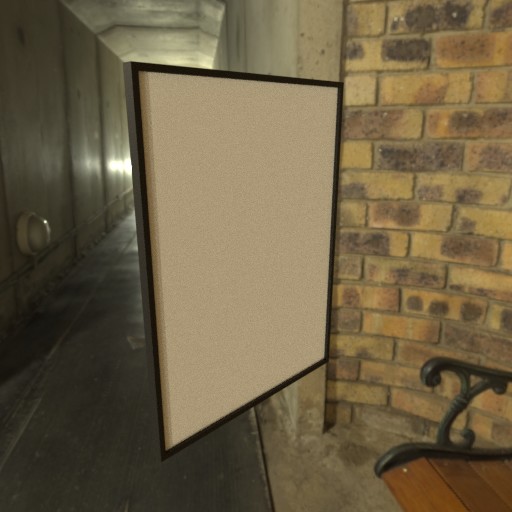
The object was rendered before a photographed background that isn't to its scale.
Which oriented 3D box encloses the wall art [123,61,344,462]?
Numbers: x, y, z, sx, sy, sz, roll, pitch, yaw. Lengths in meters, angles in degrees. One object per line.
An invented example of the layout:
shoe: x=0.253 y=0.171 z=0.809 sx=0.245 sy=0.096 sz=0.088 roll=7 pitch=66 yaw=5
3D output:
wall art: x=0.000 y=0.000 z=1.406 sx=0.802 sy=1.070 sz=0.036 roll=-16 pitch=23 yaw=-42
